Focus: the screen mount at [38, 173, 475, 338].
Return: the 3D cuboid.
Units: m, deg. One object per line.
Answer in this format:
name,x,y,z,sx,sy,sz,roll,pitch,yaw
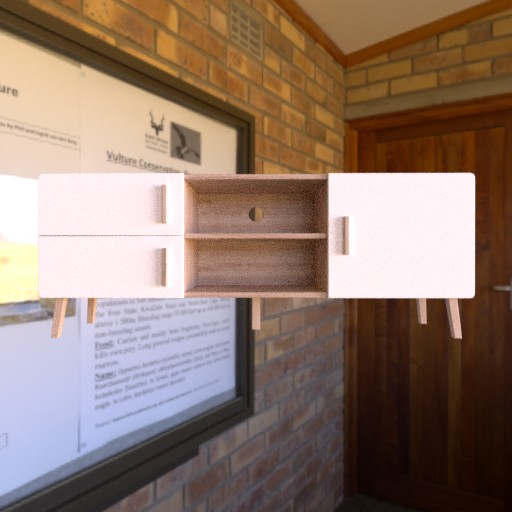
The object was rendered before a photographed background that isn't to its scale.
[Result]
screen mount,0.000,0.000,1.712,1.500,0.570,0.420,0,0,0
